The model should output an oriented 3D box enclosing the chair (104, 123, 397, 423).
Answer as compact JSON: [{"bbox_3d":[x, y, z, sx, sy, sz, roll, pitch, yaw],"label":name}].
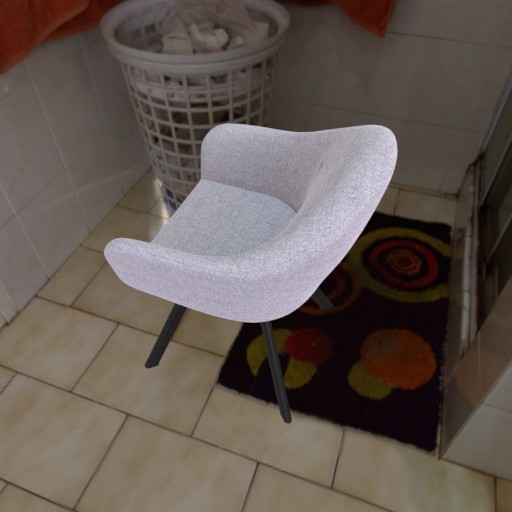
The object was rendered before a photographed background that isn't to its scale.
[{"bbox_3d":[0.000,0.000,1.174,0.570,0.780,0.540,16,49,15],"label":"chair"}]
